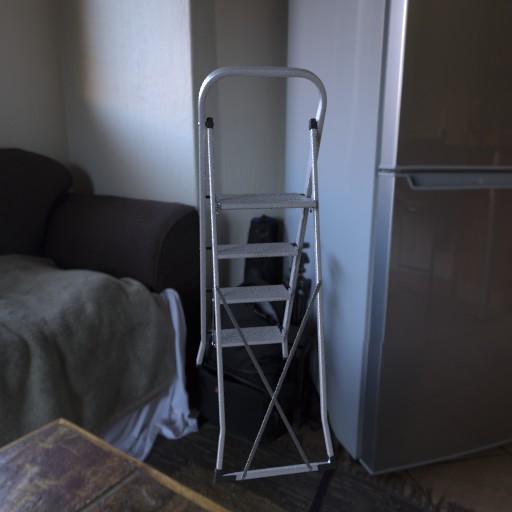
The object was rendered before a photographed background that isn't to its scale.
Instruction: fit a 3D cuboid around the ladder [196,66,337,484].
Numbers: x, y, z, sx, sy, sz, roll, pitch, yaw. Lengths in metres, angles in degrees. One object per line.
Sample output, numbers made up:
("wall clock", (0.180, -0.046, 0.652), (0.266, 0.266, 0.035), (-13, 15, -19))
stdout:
("ladder", (0.000, 0.000, 1.690), (0.465, 1.290, 0.830), (-2, 14, -9))
